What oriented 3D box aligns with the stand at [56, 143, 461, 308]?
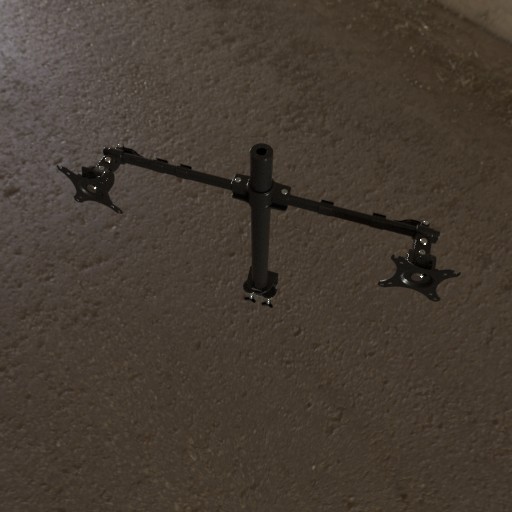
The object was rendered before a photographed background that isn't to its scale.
[{"bbox_3d":[0.000,0.000,1.022,0.743,0.603,0.150,16,60,10],"label":"stand"}]
